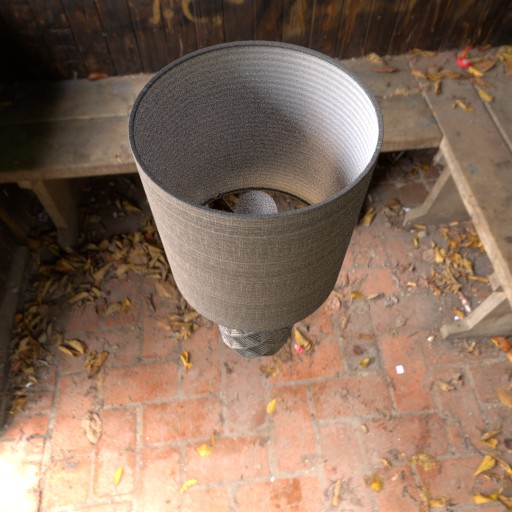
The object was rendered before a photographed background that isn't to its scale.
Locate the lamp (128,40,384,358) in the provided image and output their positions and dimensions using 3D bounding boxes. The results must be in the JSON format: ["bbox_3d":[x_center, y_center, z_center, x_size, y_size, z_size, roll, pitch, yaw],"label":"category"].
[{"bbox_3d":[0.000,0.000,0.711,0.269,0.566,0.268,-31,63,-18],"label":"lamp"}]
